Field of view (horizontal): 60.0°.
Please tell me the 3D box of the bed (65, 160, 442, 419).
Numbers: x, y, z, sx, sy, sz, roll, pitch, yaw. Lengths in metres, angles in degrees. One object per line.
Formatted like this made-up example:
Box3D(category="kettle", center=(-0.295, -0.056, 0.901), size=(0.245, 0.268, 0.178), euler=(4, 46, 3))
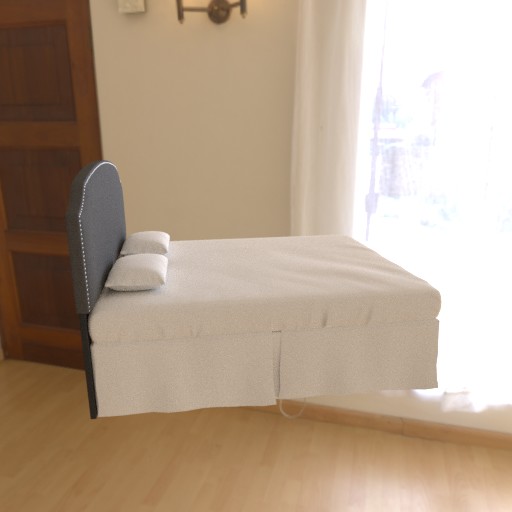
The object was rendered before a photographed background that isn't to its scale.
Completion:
Box3D(category="bed", center=(0.000, 0.000, 2.979), size=(1.999, 1.270, 1.558), euler=(-3, 16, -9))
